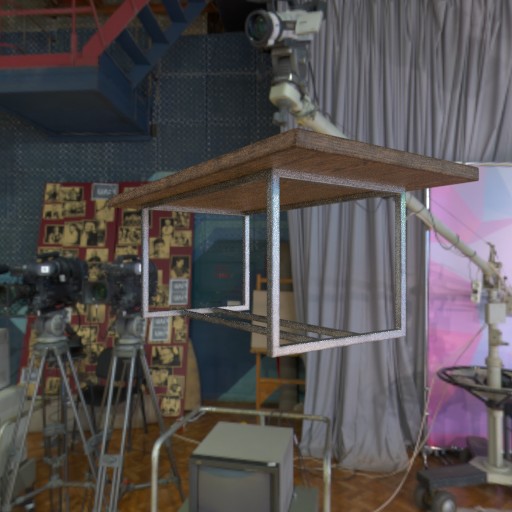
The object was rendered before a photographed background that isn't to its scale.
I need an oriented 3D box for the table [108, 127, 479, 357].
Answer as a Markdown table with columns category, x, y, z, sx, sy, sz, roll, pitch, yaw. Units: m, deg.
| category | x | y | z | sx | sy | sz | roll | pitch | yaw |
| --- | --- | --- | --- | --- | --- | --- | --- | --- | --- |
| table | 0.000 | 0.000 | 2.511 | 1.078 | 0.795 | 1.989 | 0 | 0 | -35 |
